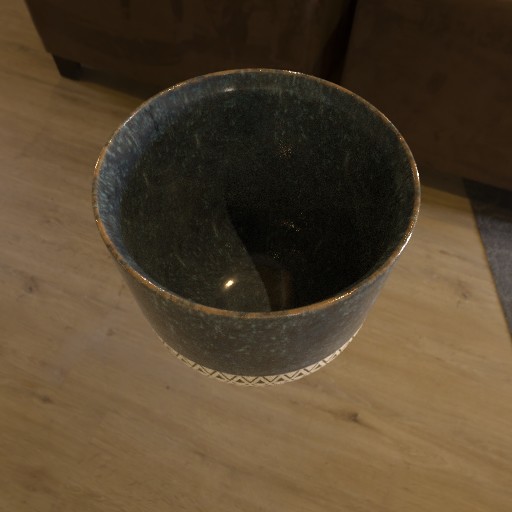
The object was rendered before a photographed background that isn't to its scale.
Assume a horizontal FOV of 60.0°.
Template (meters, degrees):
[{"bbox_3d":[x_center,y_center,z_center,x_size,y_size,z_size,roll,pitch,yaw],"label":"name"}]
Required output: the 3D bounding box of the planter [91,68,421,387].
[{"bbox_3d":[0.000,0.000,0.477,0.266,0.270,0.266,0,58,0],"label":"planter"}]
